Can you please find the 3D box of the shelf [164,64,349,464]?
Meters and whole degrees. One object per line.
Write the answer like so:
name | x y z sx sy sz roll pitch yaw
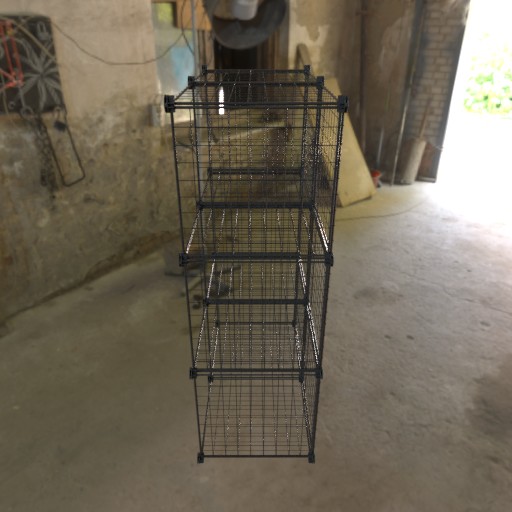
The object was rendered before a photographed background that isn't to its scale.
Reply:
shelf | 0.000 0.000 1.409 0.356 1.067 0.711 0 28 0
